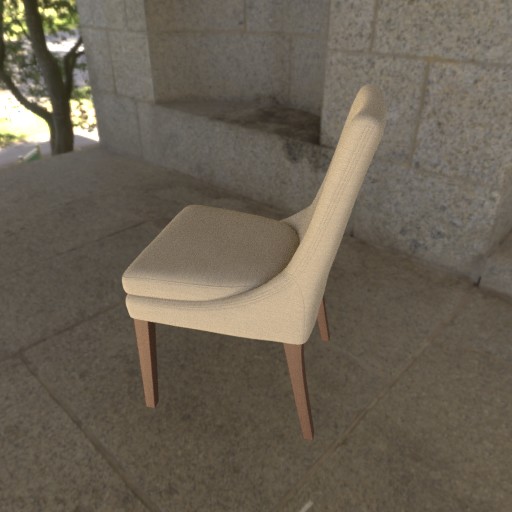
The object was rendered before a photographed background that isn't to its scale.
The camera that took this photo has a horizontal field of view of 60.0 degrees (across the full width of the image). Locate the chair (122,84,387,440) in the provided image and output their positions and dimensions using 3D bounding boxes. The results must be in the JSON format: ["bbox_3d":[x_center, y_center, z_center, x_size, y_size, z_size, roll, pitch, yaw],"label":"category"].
[{"bbox_3d":[0.000,0.000,1.331,0.638,0.940,0.515,7,31,12],"label":"chair"}]
